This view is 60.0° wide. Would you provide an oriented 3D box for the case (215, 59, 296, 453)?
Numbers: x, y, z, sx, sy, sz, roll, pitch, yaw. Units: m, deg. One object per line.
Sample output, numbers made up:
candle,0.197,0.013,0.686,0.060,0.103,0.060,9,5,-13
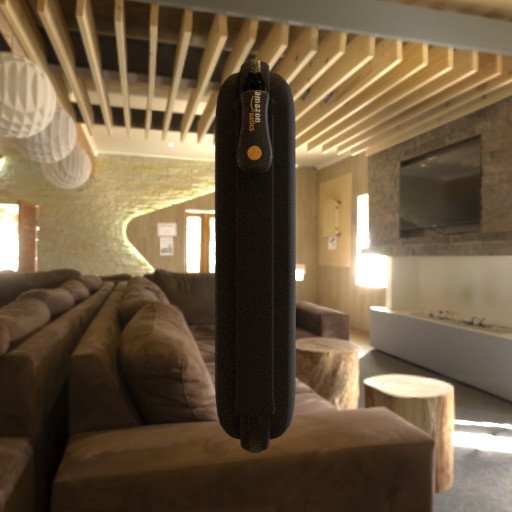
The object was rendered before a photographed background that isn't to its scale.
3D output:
case,0.000,0.000,0.191,0.030,0.147,0.107,0,0,1
